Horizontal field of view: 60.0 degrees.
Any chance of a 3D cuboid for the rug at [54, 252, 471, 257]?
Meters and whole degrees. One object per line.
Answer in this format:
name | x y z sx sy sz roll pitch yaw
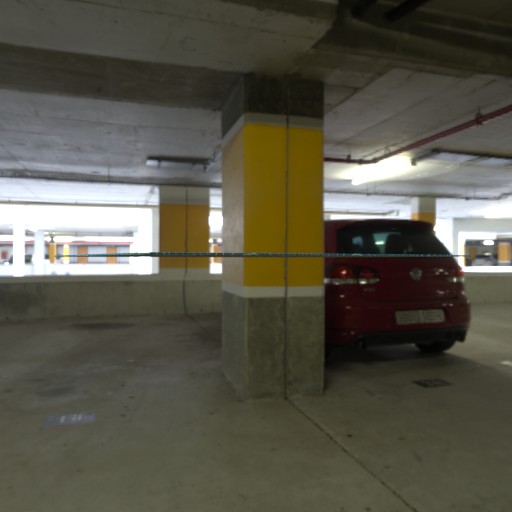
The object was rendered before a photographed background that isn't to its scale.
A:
rug | 0.000 0.000 4.125 3.033 0.012 2.432 0 -1 -35
